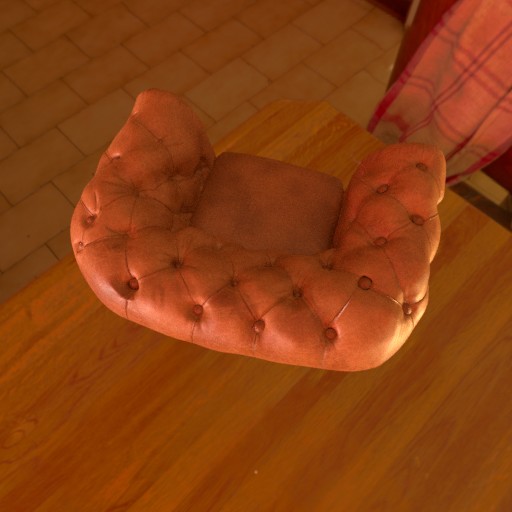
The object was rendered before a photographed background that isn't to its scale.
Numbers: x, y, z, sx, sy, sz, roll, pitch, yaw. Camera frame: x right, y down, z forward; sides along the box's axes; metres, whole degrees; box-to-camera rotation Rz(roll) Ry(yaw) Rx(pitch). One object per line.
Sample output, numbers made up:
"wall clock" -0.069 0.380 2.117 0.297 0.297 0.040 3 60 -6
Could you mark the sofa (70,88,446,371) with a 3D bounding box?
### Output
"sofa" 0.000 0.000 2.019 1.405 0.878 1.033 14 65 7
